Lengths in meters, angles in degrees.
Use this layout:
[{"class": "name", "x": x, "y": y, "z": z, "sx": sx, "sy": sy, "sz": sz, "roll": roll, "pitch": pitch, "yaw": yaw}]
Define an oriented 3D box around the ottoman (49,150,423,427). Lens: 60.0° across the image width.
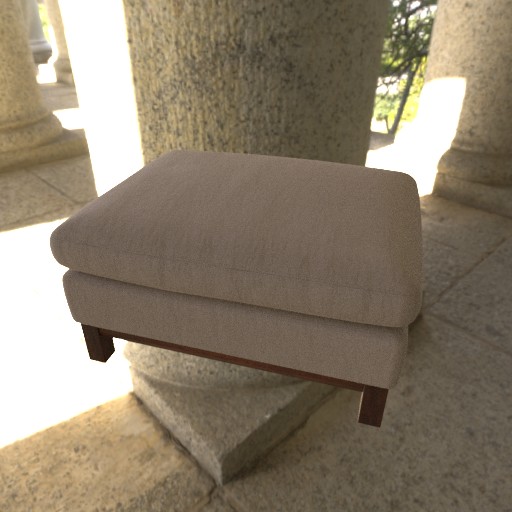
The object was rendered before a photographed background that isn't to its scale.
[{"class": "ottoman", "x": 0.000, "y": 0.000, "z": 1.147, "sx": 0.771, "sy": 0.420, "sz": 0.606, "roll": 9, "pitch": 32, "yaw": 14}]
